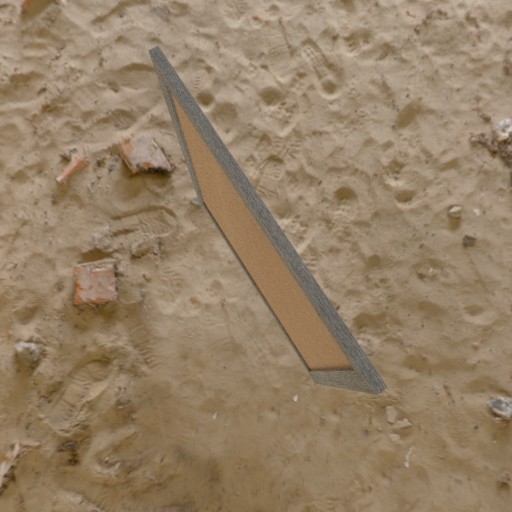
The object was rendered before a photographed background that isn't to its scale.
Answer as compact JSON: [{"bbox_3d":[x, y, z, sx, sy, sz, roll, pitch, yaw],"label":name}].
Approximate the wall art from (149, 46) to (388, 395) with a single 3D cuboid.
[{"bbox_3d":[0.000,0.000,1.040,0.020,0.685,0.685,-31,77,-8],"label":"wall art"}]
